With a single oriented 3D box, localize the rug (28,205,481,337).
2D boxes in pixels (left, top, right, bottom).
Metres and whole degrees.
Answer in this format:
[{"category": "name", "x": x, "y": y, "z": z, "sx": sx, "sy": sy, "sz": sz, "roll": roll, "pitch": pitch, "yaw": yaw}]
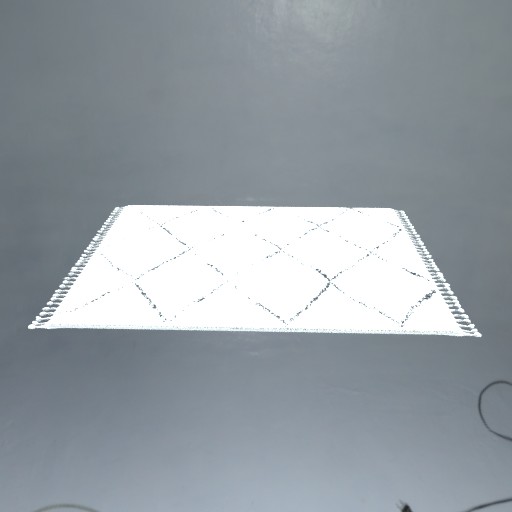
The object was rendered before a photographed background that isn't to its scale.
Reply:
[{"category": "rug", "x": 0.000, "y": 0.000, "z": 2.887, "sx": 2.307, "sy": 0.031, "sz": 1.494, "roll": 1, "pitch": 31, "yaw": 1}]
